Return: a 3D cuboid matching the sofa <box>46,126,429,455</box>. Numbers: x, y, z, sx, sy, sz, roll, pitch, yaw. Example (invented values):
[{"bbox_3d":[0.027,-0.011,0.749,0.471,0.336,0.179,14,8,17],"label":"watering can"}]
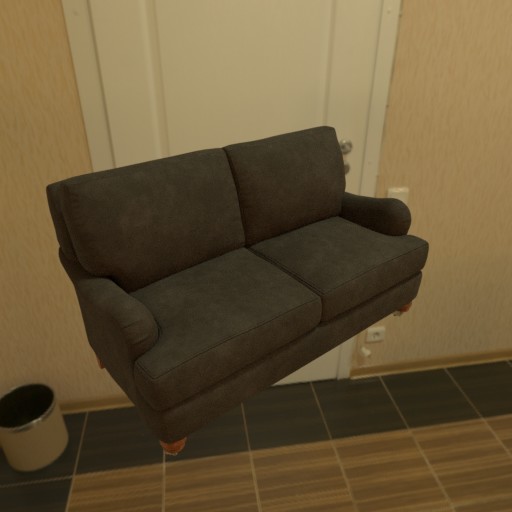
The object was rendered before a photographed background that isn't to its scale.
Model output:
[{"bbox_3d":[0.000,0.000,2.461,1.853,1.101,1.084,-21,35,-33],"label":"sofa"}]
